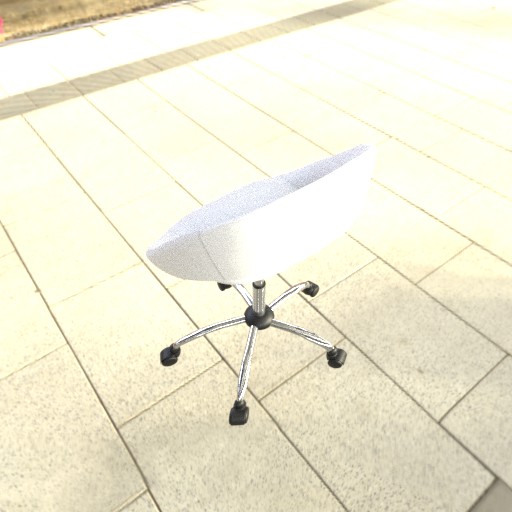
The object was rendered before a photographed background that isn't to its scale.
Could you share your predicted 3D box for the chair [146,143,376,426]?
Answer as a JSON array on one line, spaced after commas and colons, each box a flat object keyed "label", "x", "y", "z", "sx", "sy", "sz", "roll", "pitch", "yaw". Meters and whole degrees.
[{"label": "chair", "x": 0.000, "y": 0.000, "z": 1.219, "sx": 0.612, "sy": 0.791, "sz": 0.538, "roll": -31, "pitch": 53, "yaw": -26}]
